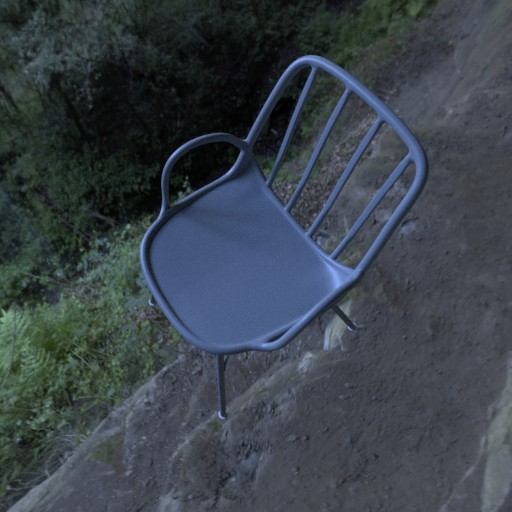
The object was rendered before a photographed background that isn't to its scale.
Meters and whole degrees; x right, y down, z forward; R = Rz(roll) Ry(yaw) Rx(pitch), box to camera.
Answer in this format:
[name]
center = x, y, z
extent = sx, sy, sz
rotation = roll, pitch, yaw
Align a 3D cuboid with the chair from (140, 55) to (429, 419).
[chair]
center = 0.000, 0.000, 1.195
extent = 0.597, 0.816, 0.549
rotation = -32, 67, -15
